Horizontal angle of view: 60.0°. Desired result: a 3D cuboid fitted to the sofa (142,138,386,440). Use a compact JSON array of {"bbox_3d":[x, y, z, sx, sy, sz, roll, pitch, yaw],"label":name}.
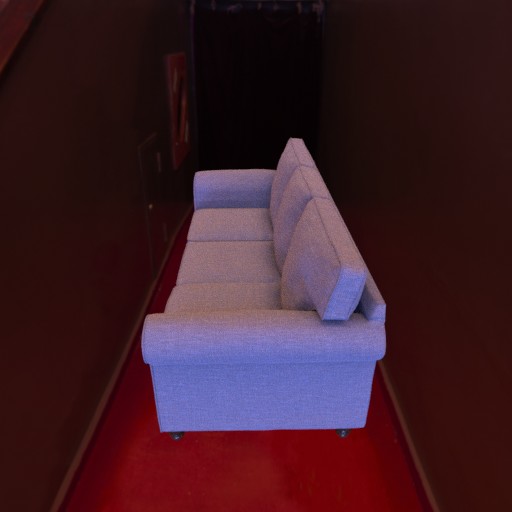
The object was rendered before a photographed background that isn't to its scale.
[{"bbox_3d":[0.000,0.000,2.592,0.916,0.961,2.084,-1,27,-1],"label":"sofa"}]
